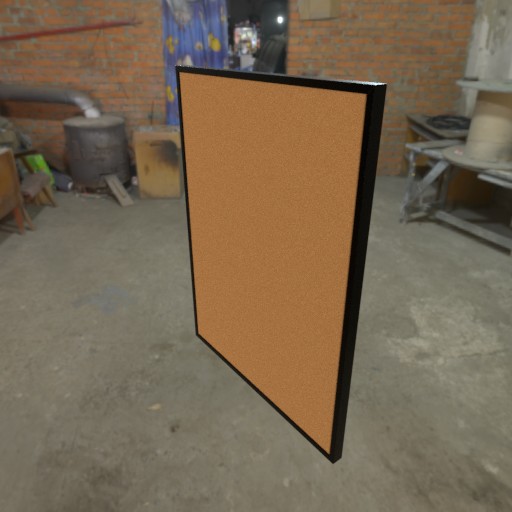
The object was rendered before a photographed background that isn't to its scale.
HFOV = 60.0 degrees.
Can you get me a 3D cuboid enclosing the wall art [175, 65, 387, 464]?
[{"bbox_3d":[0.000,0.000,1.385,0.040,1.062,0.805,-19,32,-33],"label":"wall art"}]
